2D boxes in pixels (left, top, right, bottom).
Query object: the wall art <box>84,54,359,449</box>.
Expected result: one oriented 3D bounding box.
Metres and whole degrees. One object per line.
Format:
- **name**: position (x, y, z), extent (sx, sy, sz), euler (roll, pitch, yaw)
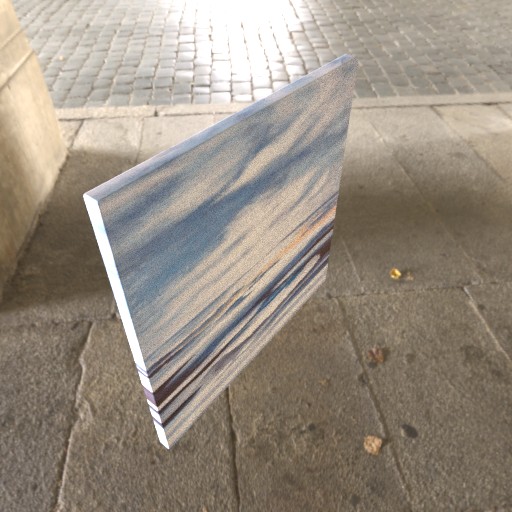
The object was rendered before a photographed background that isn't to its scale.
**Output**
- **wall art**: position (0.000, 0.000, 1.077), extent (0.035, 0.747, 0.747), euler (27, 49, 27)
